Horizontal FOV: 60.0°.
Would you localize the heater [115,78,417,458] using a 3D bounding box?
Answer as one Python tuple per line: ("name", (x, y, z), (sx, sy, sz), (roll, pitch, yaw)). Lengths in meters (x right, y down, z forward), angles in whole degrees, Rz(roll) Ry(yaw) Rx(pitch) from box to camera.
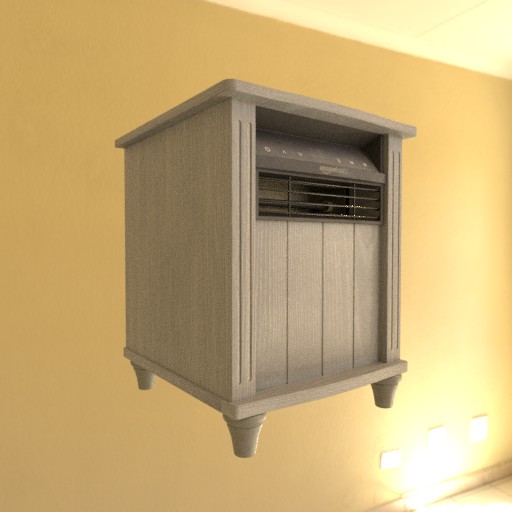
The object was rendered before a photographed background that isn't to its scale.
("heater", (0.000, 0.000, 0.758), (0.362, 0.481, 0.400), (-1, 2, -36))
